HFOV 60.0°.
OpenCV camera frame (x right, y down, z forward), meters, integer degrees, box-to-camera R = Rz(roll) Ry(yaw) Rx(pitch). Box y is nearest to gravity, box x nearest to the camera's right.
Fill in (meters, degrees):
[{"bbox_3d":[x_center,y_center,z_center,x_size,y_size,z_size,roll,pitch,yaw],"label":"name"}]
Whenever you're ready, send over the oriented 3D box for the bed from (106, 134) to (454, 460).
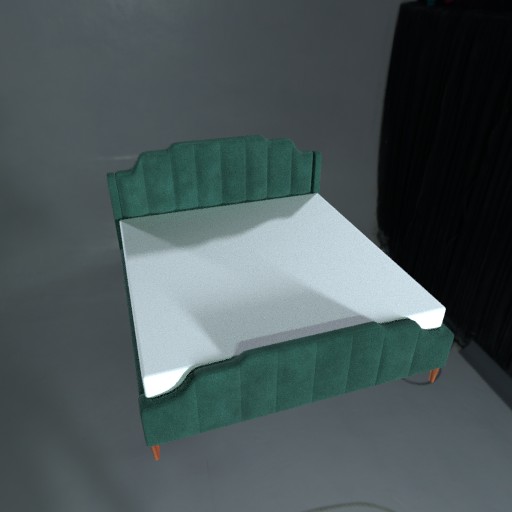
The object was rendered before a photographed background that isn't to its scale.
[{"bbox_3d":[0.000,0.000,3.523,2.074,1.245,2.340,-10,33,-15],"label":"bed"}]
